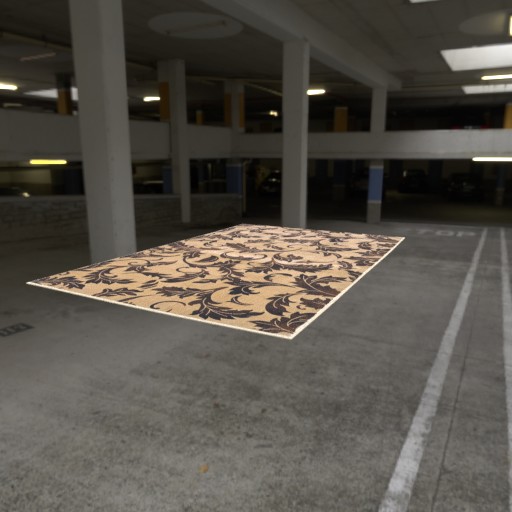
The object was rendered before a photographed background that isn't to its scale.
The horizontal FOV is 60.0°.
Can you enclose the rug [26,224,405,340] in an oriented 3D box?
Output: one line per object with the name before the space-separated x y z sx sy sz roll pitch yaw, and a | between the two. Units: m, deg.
rug | 0.000 0.000 2.935 1.522 0.008 2.284 7 15 27
